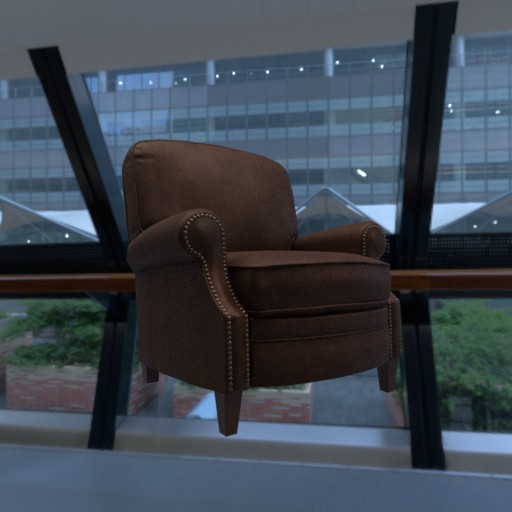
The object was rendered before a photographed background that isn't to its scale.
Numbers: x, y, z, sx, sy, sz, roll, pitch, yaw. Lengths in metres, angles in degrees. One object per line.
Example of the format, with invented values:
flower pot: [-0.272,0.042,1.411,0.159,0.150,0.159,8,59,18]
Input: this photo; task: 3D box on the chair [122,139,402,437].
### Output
chair: [0.000,0.000,1.764,0.936,1.018,0.986,0,0,-35]
